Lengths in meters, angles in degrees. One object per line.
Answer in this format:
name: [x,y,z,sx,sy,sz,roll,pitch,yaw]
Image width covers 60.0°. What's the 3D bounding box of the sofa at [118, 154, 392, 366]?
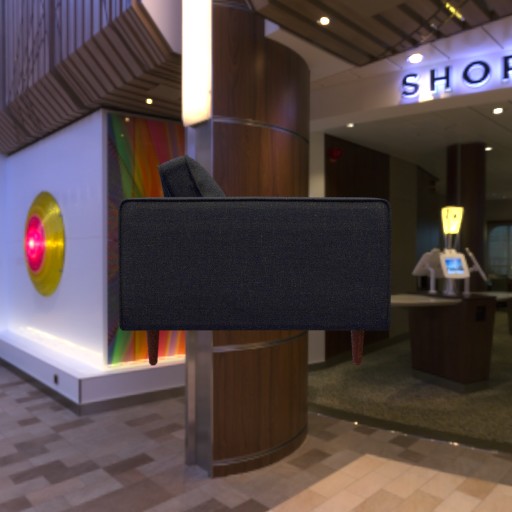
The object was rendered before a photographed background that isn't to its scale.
sofa: [0.000,0.000,2.363,0.914,0.762,1.880,0,1,0]
